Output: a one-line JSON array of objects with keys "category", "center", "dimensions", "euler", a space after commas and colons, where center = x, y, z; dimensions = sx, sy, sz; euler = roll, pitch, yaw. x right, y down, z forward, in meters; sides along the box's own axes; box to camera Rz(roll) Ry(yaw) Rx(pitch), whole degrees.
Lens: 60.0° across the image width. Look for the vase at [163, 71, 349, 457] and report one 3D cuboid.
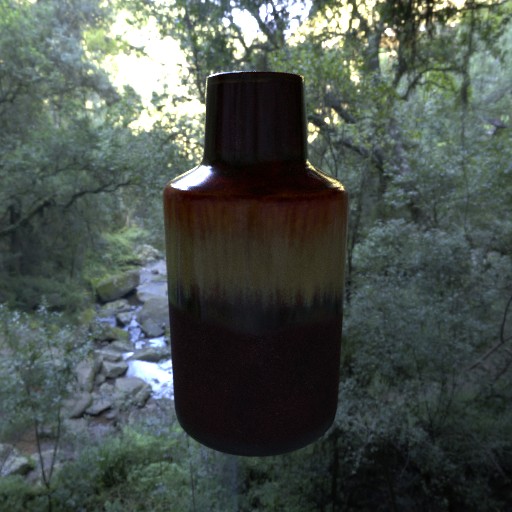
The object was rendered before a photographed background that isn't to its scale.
[{"category": "vase", "center": [0.000, 0.000, 0.270], "dimensions": [0.108, 0.204, 0.108], "euler": [0, 16, 0]}]
